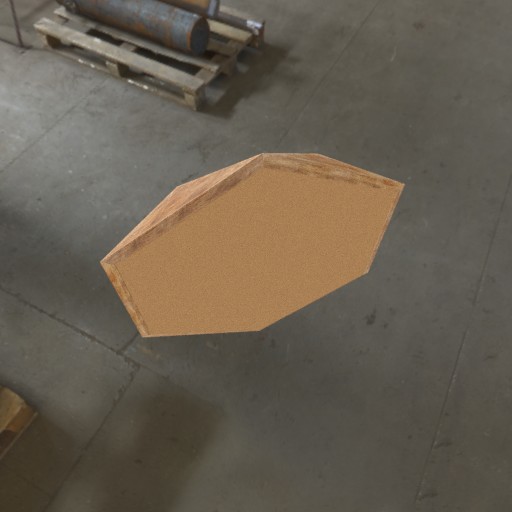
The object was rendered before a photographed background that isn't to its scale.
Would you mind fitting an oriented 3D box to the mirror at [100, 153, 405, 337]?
[{"bbox_3d":[0.000,0.000,1.120,0.675,0.779,0.091,-15,59,-9],"label":"mirror"}]
